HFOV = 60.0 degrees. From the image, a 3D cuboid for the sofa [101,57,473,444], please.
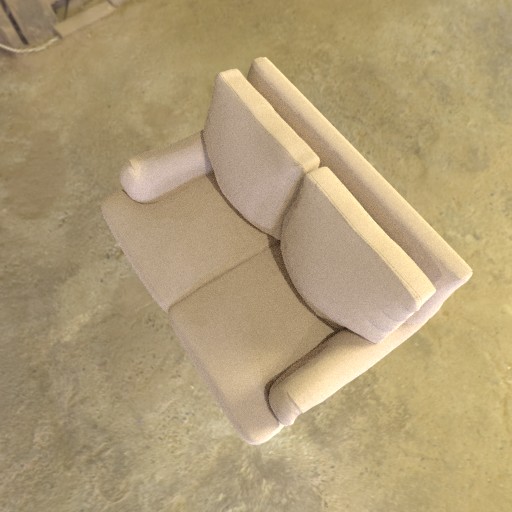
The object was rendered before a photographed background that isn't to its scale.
[{"bbox_3d":[0.000,0.000,2.244,1.087,1.048,1.508,-32,69,-14],"label":"sofa"}]
